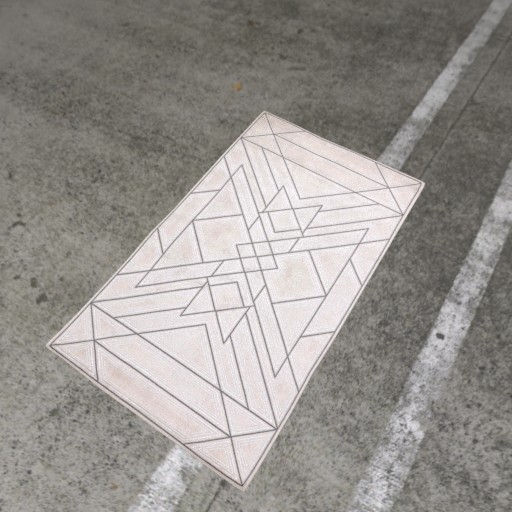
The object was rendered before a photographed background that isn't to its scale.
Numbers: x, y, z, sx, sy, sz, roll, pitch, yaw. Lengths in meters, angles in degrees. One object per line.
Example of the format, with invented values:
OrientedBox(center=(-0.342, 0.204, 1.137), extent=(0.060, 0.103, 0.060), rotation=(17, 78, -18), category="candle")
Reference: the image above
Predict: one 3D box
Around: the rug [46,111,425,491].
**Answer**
OrientedBox(center=(0.000, 0.000, 1.060), extent=(0.511, 0.008, 0.869), rotation=(29, 64, 16), category="rug")
